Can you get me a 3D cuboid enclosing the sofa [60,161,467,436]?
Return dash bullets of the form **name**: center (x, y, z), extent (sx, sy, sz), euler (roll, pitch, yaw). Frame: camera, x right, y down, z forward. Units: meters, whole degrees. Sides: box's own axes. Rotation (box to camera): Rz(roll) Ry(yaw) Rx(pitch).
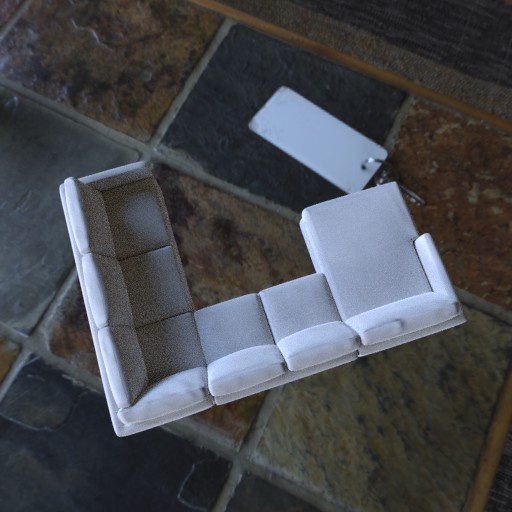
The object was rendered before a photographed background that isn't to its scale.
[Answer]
- **sofa**: center (0.000, 0.000, 4.608), extent (3.459, 0.956, 2.593), euler (-17, 77, -4)
